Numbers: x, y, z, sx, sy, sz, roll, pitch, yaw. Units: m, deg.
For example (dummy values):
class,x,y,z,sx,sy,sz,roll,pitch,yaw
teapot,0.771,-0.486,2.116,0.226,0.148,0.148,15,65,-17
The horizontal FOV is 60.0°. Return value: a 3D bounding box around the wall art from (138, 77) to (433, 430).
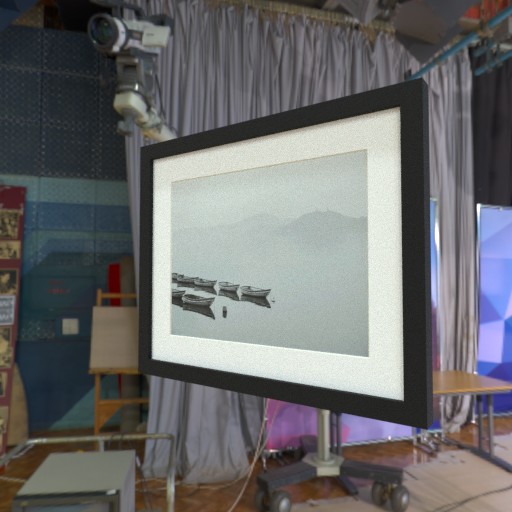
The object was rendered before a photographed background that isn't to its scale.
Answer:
class,x,y,z,sx,sy,sz,roll,pitch,yaw
wall art,0.000,0.000,0.743,0.554,0.454,0.030,-2,-3,35
